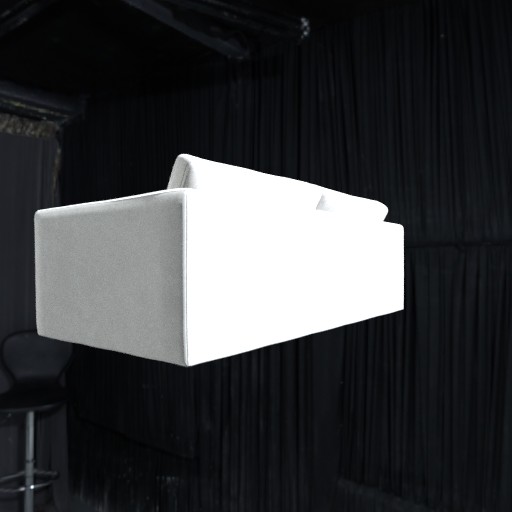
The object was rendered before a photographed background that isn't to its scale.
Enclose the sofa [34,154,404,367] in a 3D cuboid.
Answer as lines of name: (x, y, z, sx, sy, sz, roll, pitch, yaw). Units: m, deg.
sofa: (0.000, 0.000, 2.758, 1.090, 0.838, 2.588, 0, 0, 37)
